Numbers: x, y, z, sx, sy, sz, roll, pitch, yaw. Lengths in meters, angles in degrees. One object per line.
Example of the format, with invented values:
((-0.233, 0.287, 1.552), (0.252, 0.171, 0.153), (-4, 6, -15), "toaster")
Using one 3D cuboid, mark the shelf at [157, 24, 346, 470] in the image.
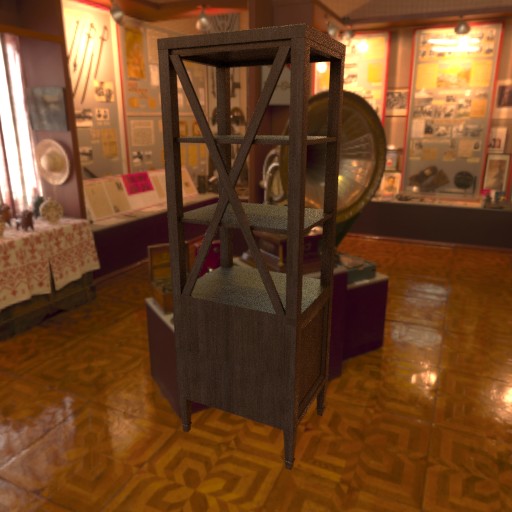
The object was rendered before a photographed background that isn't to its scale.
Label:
((0.000, 0.000, 1.966), (0.584, 1.727, 0.472), (8, 19, 26), "shelf")
